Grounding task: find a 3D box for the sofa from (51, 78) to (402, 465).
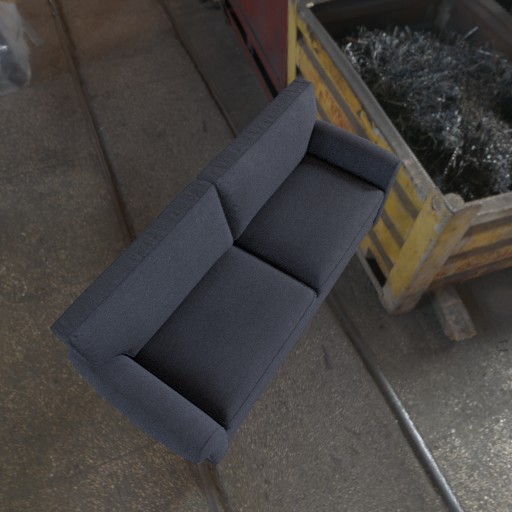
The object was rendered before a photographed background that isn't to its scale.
[{"bbox_3d":[0.000,0.000,2.820,0.954,1.026,2.391,30,63,17],"label":"sofa"}]
